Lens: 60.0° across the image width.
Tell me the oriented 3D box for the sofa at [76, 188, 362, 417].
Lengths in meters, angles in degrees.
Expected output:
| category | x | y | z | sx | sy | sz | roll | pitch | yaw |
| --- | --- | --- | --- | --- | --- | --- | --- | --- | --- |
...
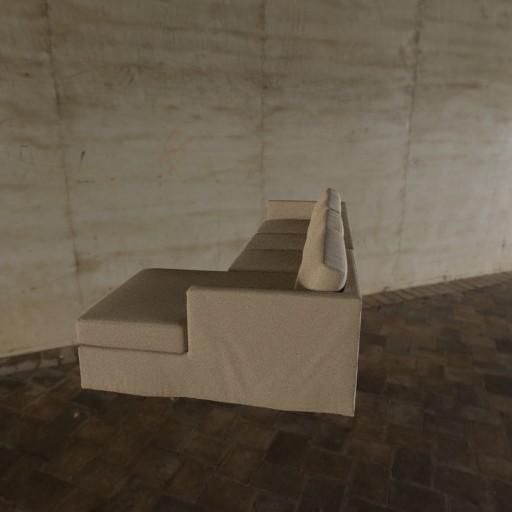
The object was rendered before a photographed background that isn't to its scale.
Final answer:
| category | x | y | z | sx | sy | sz | roll | pitch | yaw |
| --- | --- | --- | --- | --- | --- | --- | --- | --- | --- |
| sofa | 0.000 | 0.000 | 3.902 | 1.622 | 0.871 | 3.206 | 3 | 16 | 9 |
